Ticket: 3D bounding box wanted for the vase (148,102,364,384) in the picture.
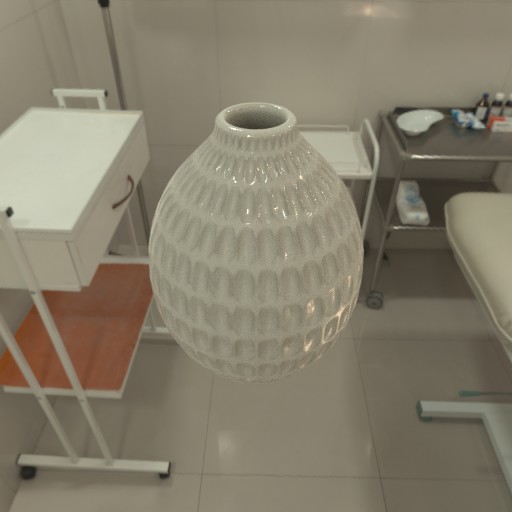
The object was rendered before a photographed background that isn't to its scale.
[{"bbox_3d":[0.000,0.000,0.341,0.162,0.223,0.162,0,40,0],"label":"vase"}]
